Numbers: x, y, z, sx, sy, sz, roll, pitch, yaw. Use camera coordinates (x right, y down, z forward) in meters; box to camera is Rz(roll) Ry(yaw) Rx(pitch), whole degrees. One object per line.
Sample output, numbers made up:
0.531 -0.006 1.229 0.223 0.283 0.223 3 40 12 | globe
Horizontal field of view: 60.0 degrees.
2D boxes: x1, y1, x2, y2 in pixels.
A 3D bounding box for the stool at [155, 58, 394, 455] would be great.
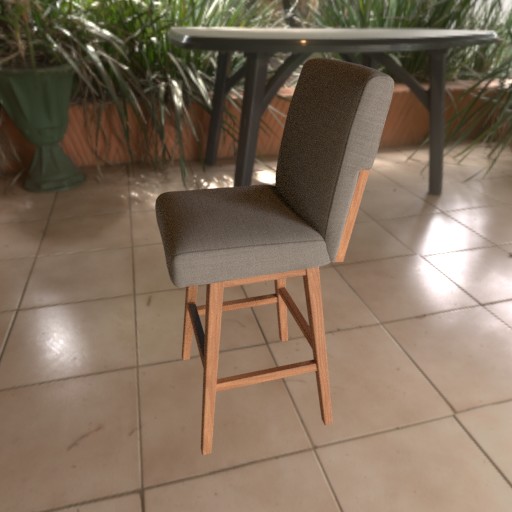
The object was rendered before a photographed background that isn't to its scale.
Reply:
0.000 0.000 1.393 0.570 1.112 0.483 -8 30 -14 | stool
